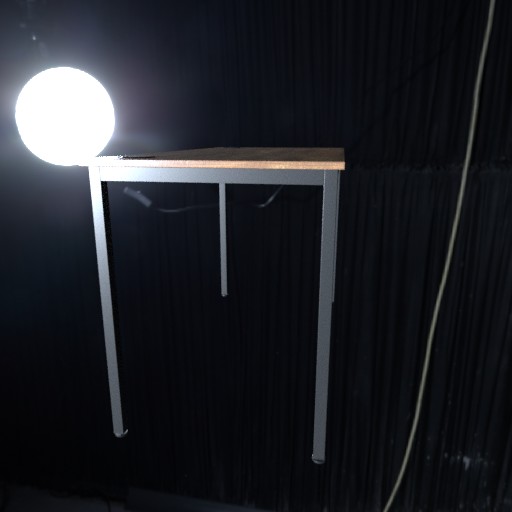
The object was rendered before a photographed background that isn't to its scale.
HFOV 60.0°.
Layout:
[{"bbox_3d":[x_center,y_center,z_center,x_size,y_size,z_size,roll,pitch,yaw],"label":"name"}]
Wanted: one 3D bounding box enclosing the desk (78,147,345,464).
[{"bbox_3d":[0.000,0.000,1.624,0.600,0.749,1.200,3,15,10],"label":"desk"}]
